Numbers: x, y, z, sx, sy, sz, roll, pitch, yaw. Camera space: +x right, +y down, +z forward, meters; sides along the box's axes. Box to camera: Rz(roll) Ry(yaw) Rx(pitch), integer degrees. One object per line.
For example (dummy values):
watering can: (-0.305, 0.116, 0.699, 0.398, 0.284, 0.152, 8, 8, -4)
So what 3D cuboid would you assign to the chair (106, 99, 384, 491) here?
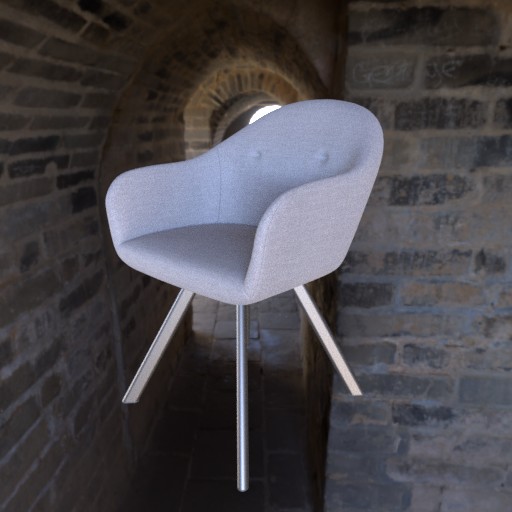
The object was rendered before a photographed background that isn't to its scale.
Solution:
chair: (0.000, 0.000, 1.133, 0.540, 0.780, 0.570, 14, 21, 41)
